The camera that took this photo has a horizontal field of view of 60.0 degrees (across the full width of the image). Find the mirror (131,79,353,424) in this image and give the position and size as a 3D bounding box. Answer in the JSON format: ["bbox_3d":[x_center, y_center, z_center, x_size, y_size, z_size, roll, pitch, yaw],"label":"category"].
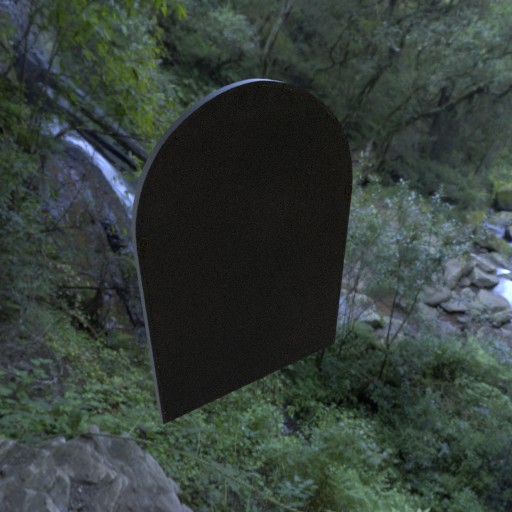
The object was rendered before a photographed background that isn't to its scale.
[{"bbox_3d":[0.000,0.000,1.233,0.660,0.920,0.032,-18,34,-28],"label":"mirror"}]
